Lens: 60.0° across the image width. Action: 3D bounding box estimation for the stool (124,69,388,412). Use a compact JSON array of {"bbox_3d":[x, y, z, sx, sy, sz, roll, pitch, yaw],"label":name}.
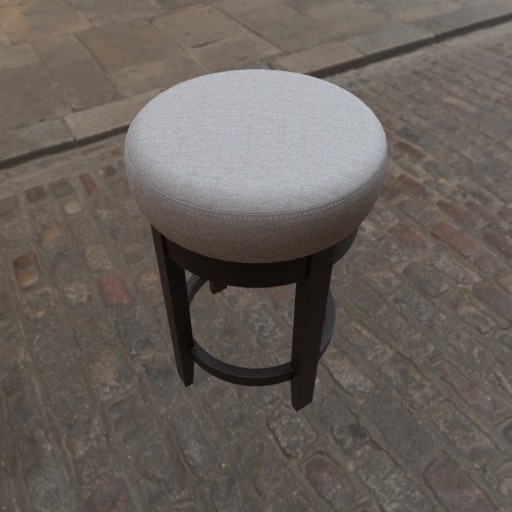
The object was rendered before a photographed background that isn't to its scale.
[{"bbox_3d":[0.000,0.000,0.957,0.443,0.672,0.443,0,47,0],"label":"stool"}]
